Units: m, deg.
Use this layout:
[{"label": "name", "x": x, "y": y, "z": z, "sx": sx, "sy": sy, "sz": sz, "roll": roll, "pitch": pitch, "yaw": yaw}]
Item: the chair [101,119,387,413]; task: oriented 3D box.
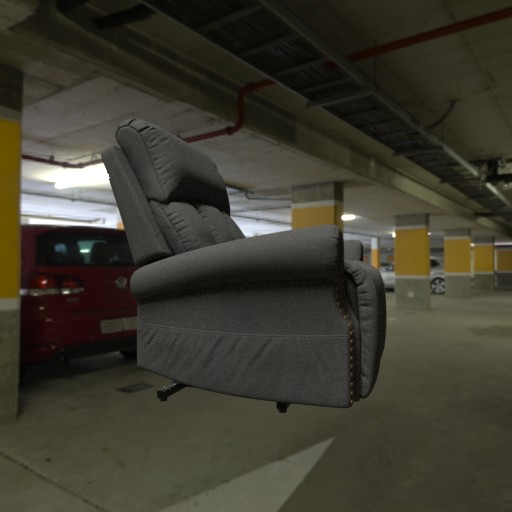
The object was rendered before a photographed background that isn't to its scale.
[{"label": "chair", "x": 0.000, "y": 0.000, "z": 1.764, "sx": 0.979, "sy": 1.031, "sz": 0.871, "roll": -1, "pitch": -2, "yaw": 18}]
